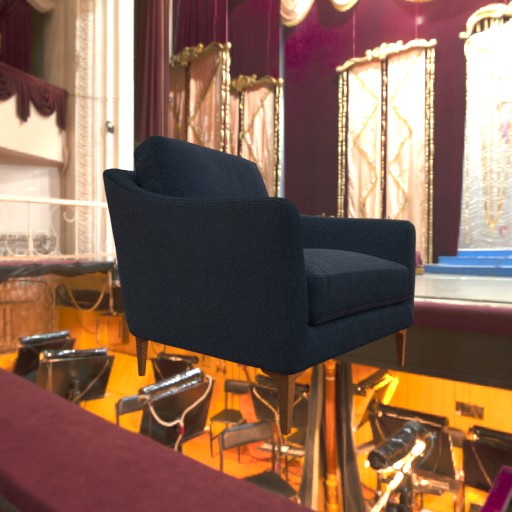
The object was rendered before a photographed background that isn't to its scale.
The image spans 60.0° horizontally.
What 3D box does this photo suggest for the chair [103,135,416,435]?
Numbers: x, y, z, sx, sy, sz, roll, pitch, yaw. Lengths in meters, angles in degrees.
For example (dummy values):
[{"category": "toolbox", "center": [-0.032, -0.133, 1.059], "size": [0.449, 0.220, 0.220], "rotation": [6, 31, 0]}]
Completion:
[{"category": "chair", "center": [0.000, 0.000, 1.725], "size": [0.961, 0.899, 0.987], "rotation": [0, 0, 37]}]
